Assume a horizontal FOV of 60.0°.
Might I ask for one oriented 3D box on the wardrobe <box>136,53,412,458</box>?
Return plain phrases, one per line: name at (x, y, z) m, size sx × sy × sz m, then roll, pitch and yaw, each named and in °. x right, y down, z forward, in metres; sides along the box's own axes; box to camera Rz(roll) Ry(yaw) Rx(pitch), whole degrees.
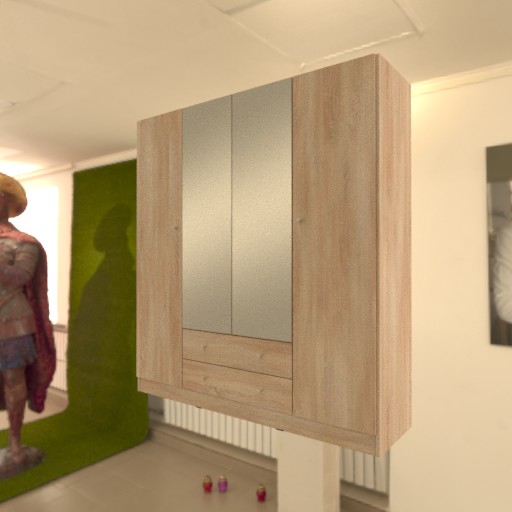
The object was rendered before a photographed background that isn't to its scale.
wardrobe at (0.000, 0.000, 3.151) m, size 1.998 × 2.159 × 0.598 m, roll 0°, pitch 0°, yaw 37°
